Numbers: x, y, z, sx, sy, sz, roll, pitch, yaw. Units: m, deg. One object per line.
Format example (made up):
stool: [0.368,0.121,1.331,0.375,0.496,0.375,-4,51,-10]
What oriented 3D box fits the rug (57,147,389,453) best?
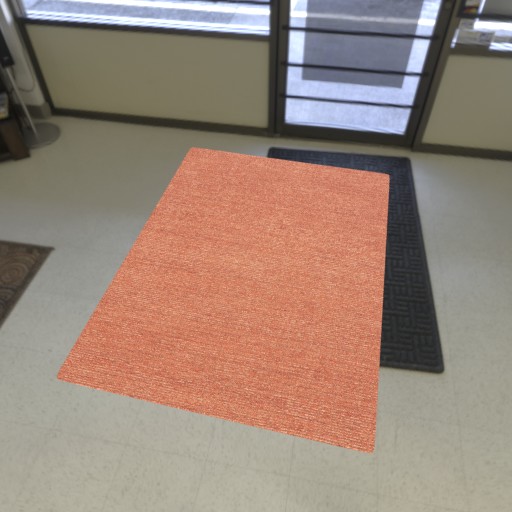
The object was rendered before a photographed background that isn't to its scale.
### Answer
rug: [0.000,0.000,2.808,1.594,0.009,2.112,10,48,9]
